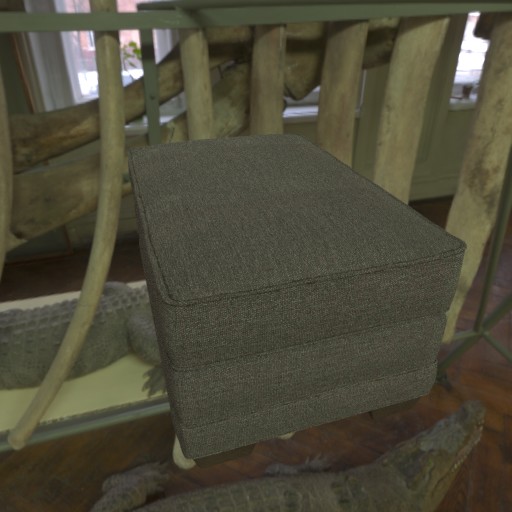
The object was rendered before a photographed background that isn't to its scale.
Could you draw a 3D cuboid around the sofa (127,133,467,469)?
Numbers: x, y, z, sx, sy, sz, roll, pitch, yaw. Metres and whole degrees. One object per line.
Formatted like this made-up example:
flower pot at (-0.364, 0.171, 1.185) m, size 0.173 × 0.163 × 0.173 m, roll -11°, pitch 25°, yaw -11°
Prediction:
sofa at (0.000, 0.000, 1.188) m, size 0.578 × 0.457 × 0.854 m, roll -9°, pitch 32°, yaw -15°
